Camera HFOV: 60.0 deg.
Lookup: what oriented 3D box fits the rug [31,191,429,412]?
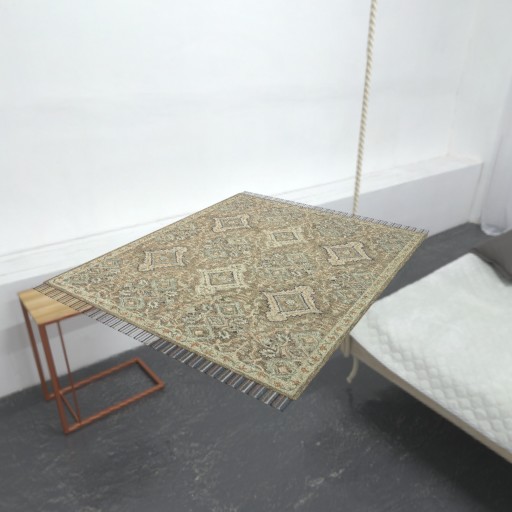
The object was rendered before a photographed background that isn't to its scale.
[{"bbox_3d":[0.000,0.000,4.192,2.437,0.010,3.056,17,31,30],"label":"rug"}]
